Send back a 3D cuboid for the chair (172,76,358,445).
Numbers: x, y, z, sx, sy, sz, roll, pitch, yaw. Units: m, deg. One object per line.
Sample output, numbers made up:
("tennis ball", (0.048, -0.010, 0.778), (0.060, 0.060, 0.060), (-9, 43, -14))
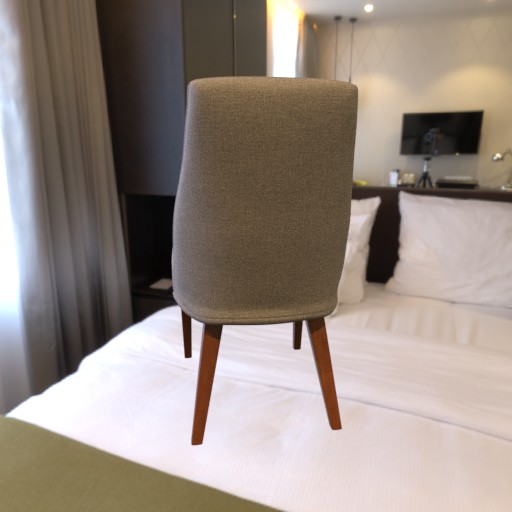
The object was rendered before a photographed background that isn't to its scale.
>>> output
("chair", (0.000, 0.000, 1.319), (0.500, 0.930, 0.620), (-2, 15, -9))
